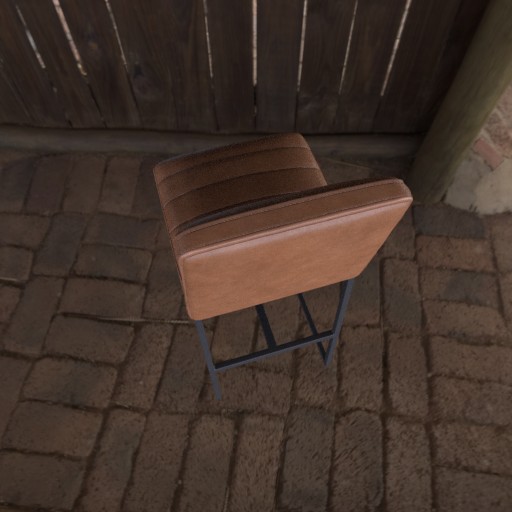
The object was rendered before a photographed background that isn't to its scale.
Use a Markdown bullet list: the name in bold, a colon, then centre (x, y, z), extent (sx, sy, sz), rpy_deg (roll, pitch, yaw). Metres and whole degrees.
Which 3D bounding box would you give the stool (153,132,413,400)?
- **stool**: centre (0.000, 0.000, 1.311), extent (0.458, 1.040, 0.556), rpy_deg (-15, 59, -9)
